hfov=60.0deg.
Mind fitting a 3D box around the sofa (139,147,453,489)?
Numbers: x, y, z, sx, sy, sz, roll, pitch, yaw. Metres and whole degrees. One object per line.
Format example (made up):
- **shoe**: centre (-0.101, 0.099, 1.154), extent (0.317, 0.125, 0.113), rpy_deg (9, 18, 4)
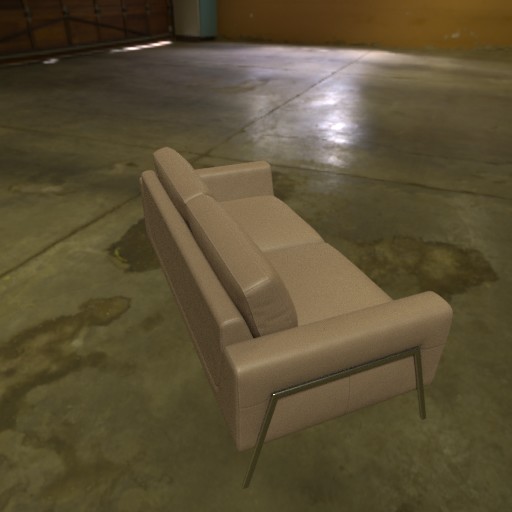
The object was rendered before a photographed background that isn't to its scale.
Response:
- **sofa**: centre (0.000, 0.000, 2.520), extent (0.953, 0.875, 2.017), rpy_deg (-12, 33, -19)
